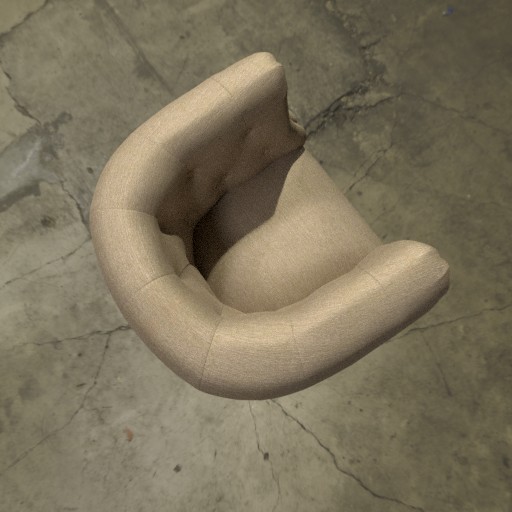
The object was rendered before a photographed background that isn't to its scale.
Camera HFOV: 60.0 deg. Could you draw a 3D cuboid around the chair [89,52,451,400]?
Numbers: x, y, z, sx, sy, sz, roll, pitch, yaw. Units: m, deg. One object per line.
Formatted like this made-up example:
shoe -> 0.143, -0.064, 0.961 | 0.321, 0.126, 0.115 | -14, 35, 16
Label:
chair -> 0.000, 0.000, 1.524 | 0.852, 0.827, 0.905 | -34, 77, -9
